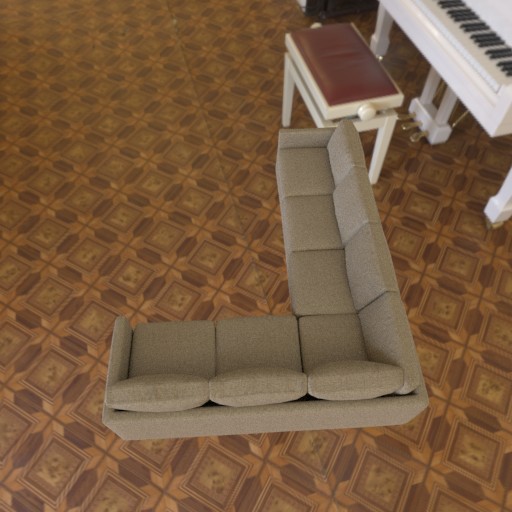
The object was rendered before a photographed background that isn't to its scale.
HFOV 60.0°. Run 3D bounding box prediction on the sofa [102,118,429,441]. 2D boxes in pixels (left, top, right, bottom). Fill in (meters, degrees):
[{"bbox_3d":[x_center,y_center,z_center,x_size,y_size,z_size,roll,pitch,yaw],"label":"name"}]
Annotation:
[{"bbox_3d":[0.000,0.000,4.520,2.593,0.947,3.302,-3,56,-2],"label":"sofa"}]
